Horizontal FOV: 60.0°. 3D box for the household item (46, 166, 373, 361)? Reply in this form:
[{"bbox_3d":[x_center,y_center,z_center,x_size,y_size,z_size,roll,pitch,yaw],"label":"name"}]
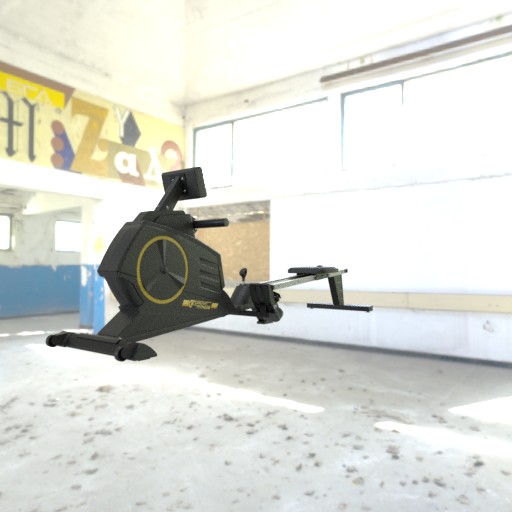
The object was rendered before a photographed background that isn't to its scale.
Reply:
[{"bbox_3d":[0.000,0.000,2.573,0.521,0.810,2.251,-1,-1,36],"label":"household item"}]
